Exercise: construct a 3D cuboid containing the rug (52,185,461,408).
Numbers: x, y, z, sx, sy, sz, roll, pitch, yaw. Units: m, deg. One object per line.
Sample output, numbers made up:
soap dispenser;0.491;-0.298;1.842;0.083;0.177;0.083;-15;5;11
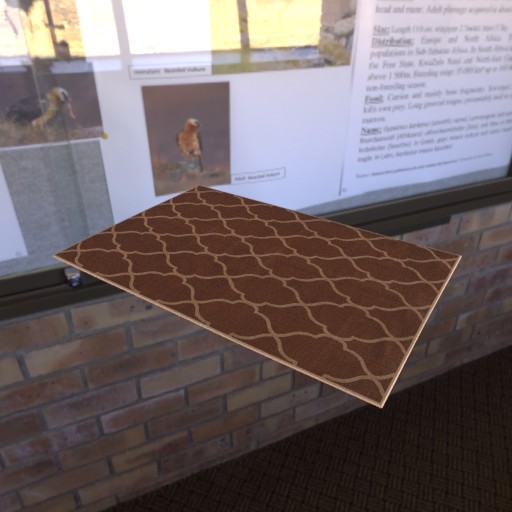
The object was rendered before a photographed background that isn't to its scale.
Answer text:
rug;0.000;0.000;2.965;2.290;0.014;1.526;19;36;28
